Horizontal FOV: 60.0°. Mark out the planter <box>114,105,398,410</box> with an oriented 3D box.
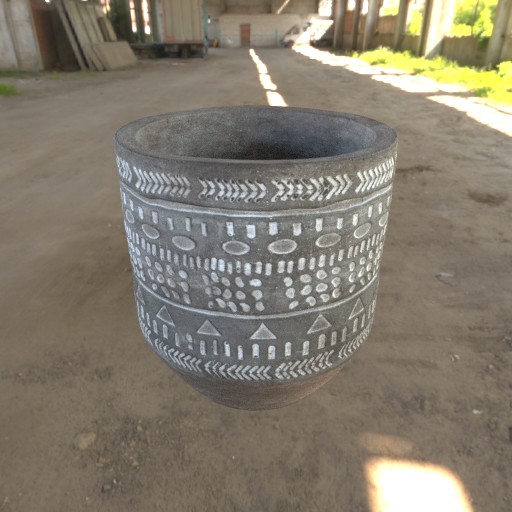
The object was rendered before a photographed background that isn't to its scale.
[{"bbox_3d":[0.000,0.000,0.223,0.122,0.128,0.122,0,27,0],"label":"planter"}]
